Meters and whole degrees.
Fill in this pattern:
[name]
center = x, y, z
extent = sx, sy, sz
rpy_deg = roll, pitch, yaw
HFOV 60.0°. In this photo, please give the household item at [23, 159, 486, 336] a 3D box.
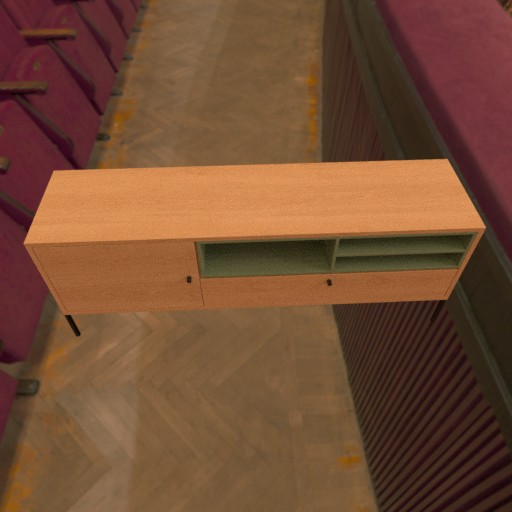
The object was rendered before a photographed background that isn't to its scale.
[household item]
center = 0.000, 0.000, 1.784
extent = 1.550, 0.600, 0.400
rpy_deg = -2, 48, -2
